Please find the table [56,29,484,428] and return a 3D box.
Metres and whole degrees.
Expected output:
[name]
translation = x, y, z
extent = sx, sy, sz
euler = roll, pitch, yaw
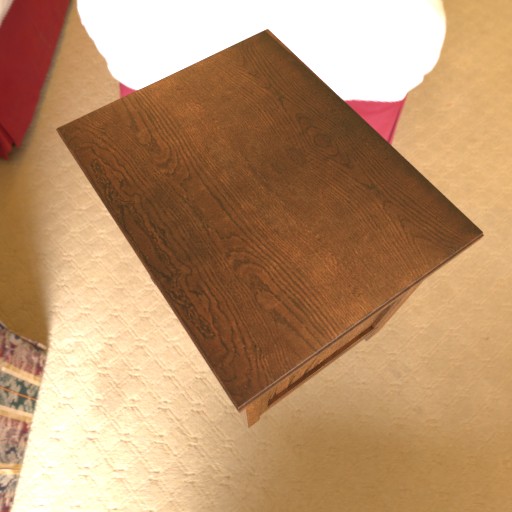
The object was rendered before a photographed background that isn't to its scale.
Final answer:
[table]
translation = 0.000, 0.000, 1.003
extent = 0.461, 0.597, 0.586
euler = -32, 68, -15
